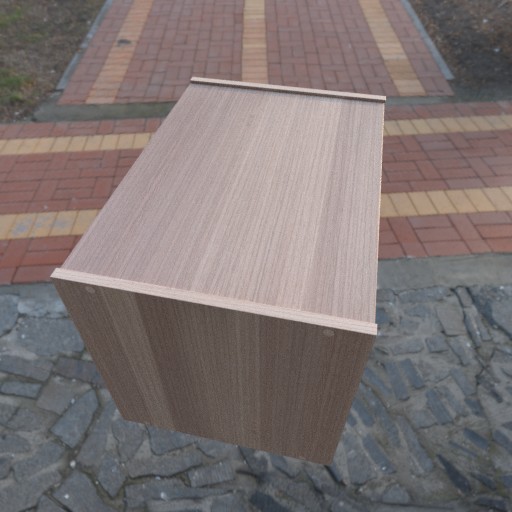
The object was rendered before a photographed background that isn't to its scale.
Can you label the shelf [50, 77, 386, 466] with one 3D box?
[{"bbox_3d":[0.000,0.000,0.628,0.290,0.305,0.415,9,47,9],"label":"shelf"}]
